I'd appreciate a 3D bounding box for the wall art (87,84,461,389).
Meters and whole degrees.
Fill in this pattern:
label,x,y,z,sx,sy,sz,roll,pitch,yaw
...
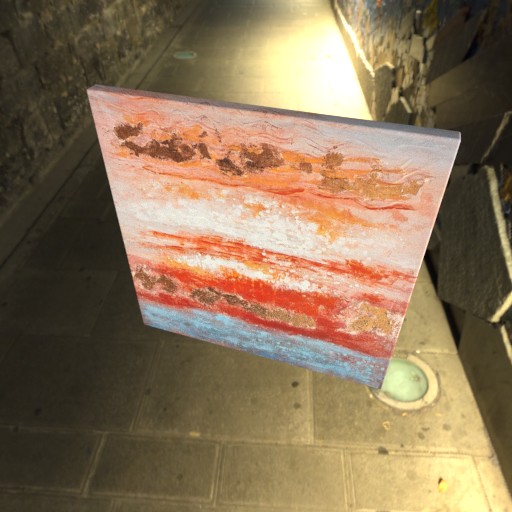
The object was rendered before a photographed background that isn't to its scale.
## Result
label,x,y,z,sx,sy,sz,roll,pitch,yaw
wall art,0.000,0.000,1.096,0.747,0.747,0.035,12,42,14
